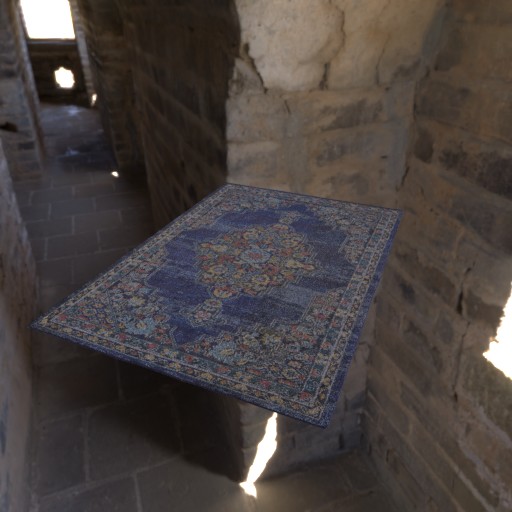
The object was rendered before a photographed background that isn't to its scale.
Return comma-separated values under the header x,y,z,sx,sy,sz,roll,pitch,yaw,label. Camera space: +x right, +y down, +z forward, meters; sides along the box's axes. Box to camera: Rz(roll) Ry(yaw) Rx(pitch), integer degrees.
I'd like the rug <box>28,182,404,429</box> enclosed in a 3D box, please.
x,y,z,sx,sy,sz,roll,pitch,yaw,label
0.000,0.000,3.741,2.053,0.011,2.940,12,32,20,rug
